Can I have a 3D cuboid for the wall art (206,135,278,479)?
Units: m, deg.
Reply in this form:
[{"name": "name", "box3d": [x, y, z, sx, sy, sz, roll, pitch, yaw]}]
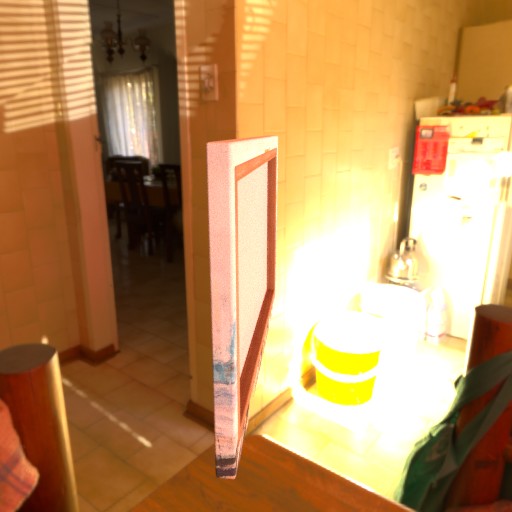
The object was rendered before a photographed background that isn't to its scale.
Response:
[{"name": "wall art", "box3d": [0.000, 0.000, 1.180, 0.038, 0.609, 0.913, 2, 16, 7]}]
